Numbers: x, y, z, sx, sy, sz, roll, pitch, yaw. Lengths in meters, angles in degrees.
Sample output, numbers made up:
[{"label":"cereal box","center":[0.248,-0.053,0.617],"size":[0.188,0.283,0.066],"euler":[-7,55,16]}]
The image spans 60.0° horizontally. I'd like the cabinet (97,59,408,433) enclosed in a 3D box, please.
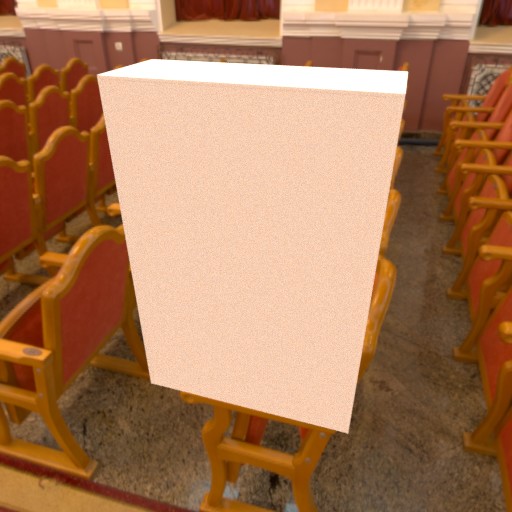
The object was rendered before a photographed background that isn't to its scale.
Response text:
[{"label":"cabinet","center":[0.000,0.000,2.470],"size":[1.290,1.910,0.510],"euler":[9,33,15]}]
